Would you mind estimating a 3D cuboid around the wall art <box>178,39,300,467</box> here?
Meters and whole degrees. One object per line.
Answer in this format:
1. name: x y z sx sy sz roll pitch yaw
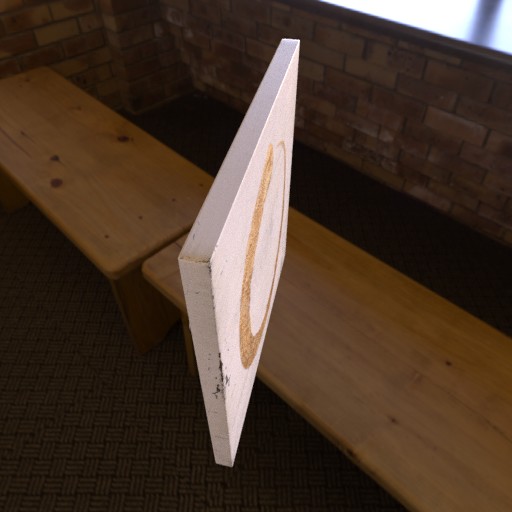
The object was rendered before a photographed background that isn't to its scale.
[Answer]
1. wall art: 0.000 0.000 0.883 0.040 0.611 0.610 9 47 9
